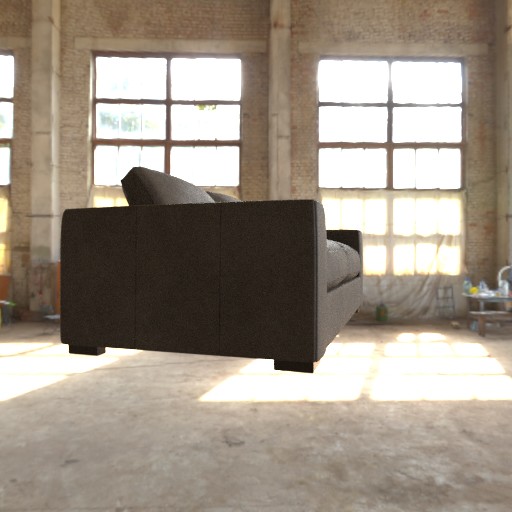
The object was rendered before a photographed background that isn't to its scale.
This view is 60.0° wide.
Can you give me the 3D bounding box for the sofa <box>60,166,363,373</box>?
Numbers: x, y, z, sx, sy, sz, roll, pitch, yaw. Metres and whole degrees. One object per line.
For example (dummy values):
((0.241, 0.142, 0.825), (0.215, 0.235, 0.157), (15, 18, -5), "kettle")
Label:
((0.000, 0.000, 2.515), (1.070, 0.800, 1.920), (0, 0, 18), "sofa")
